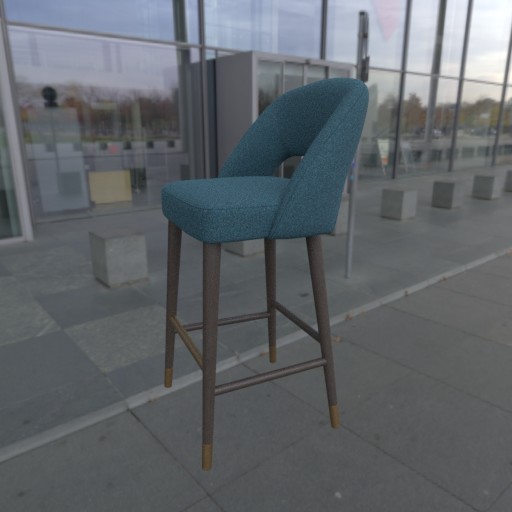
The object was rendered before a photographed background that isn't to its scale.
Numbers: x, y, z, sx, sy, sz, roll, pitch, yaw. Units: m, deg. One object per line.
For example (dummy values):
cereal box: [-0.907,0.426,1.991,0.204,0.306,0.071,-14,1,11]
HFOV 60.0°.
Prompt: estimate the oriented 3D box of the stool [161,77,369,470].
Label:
stool: [0.000,0.000,1.358,0.522,1.032,0.536,-7,18,-23]
